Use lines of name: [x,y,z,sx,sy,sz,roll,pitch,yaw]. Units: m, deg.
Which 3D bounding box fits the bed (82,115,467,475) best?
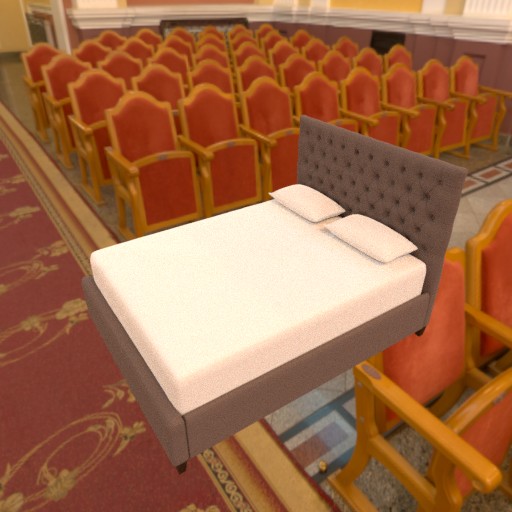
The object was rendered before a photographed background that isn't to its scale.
bed: [0.000,0.000,3.300,2.233,1.426,1.696,-19,37,-28]
